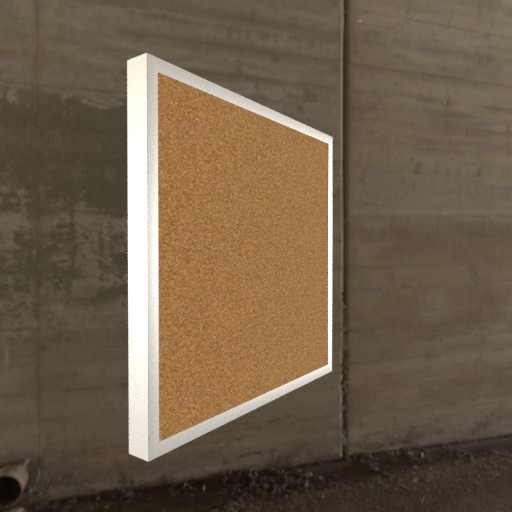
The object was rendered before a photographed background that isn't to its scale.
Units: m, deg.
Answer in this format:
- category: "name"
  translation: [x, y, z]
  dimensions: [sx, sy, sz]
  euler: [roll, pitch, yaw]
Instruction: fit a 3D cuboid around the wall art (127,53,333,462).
- category: "wall art"
  translation: [0.000, 0.000, 0.763]
  dimensions: [0.038, 0.505, 0.506]
  euler: [1, 1, 36]
